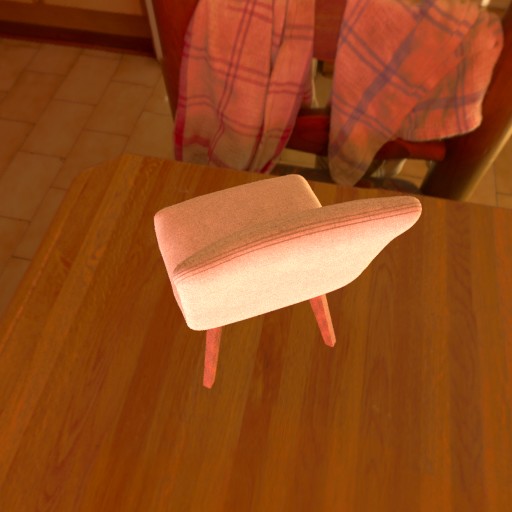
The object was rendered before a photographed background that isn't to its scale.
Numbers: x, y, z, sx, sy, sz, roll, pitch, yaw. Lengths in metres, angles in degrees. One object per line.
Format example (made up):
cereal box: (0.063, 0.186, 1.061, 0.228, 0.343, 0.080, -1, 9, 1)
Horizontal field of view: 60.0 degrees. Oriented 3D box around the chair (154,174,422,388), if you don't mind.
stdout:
chair: (0.000, 0.000, 1.288, 0.522, 0.974, 0.563, -16, 61, -9)
